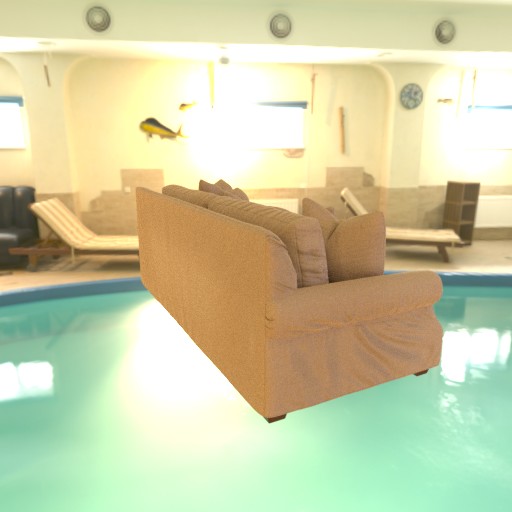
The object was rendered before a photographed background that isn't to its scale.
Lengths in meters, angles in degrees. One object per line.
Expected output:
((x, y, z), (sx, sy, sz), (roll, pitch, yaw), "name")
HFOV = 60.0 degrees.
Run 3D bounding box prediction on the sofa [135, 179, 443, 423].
((0.000, 0.000, 2.879), (1.067, 0.904, 2.285), (-7, 16, -26), "sofa")
